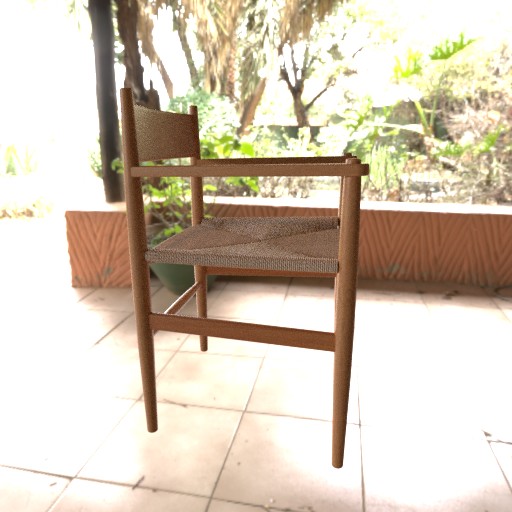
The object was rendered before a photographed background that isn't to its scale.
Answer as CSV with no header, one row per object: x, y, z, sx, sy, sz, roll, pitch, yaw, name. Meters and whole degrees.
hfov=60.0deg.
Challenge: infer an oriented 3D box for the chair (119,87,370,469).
0.000,0.000,1.122,0.495,0.762,0.556,3,14,10,chair
